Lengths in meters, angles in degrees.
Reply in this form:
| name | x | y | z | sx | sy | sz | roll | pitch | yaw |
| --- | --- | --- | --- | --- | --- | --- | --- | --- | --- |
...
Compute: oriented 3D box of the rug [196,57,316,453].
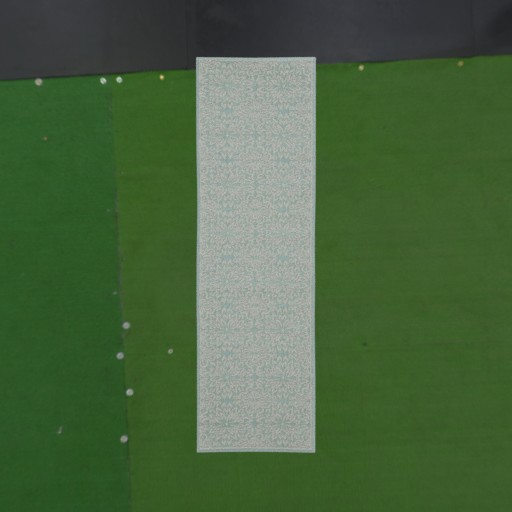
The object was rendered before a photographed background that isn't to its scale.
| name | x | y | z | sx | sy | sz | roll | pitch | yaw |
| --- | --- | --- | --- | --- | --- | --- | --- | --- | --- |
| rug | 0.000 | 0.000 | 2.461 | 0.662 | 0.011 | 2.196 | 0 | 91 | 0 |
